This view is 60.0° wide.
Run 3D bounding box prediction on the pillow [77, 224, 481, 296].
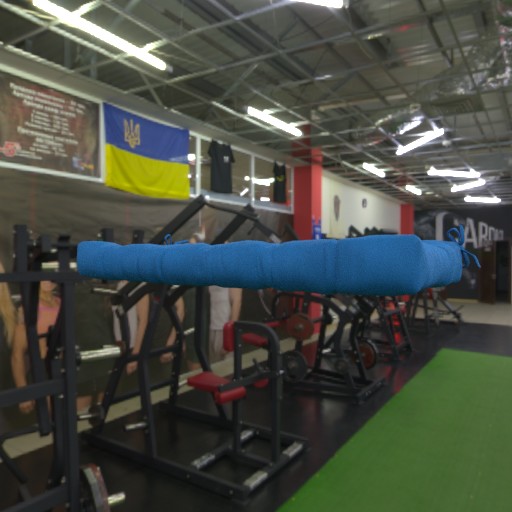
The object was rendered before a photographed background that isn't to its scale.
[{"bbox_3d":[0.000,0.000,1.358,1.194,0.174,0.511,0,1,35],"label":"pillow"}]
